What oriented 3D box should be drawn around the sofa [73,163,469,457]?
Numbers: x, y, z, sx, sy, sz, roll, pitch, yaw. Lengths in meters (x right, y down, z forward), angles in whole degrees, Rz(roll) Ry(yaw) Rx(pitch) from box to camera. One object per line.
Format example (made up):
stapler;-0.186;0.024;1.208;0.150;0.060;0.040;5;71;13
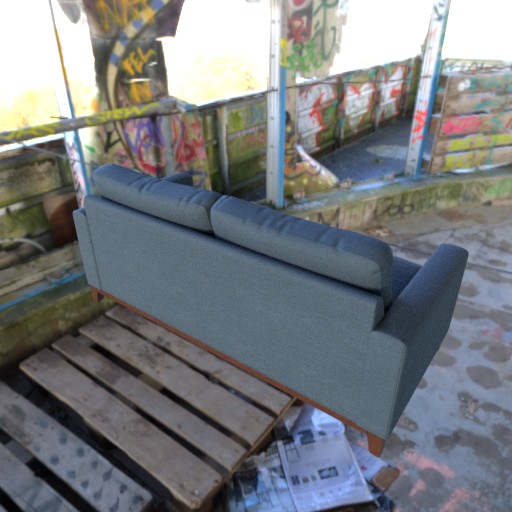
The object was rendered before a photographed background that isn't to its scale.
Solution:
sofa;0.000;0.000;2.357;1.900;0.865;0.877;20;35;31
